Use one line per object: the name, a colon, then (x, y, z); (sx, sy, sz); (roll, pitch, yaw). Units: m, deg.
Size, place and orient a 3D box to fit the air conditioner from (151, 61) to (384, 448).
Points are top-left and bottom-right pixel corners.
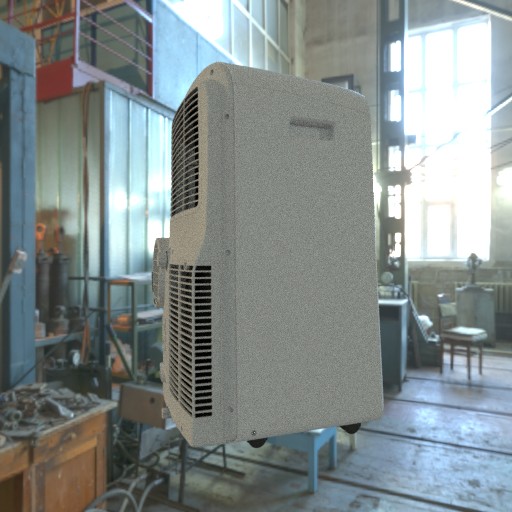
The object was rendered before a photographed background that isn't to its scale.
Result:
air conditioner: (0.000, 0.000, 1.079); (0.467, 0.765, 0.478); (0, 0, -19)
